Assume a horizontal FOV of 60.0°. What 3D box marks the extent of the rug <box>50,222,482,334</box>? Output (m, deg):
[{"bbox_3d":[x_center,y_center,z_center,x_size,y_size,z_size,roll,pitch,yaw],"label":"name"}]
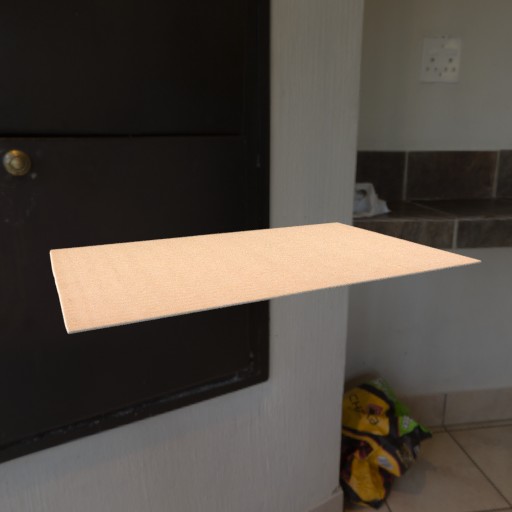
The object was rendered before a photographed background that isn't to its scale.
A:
[{"bbox_3d":[0.000,0.000,2.930,2.441,0.014,1.531,-7,16,-25],"label":"rug"}]
